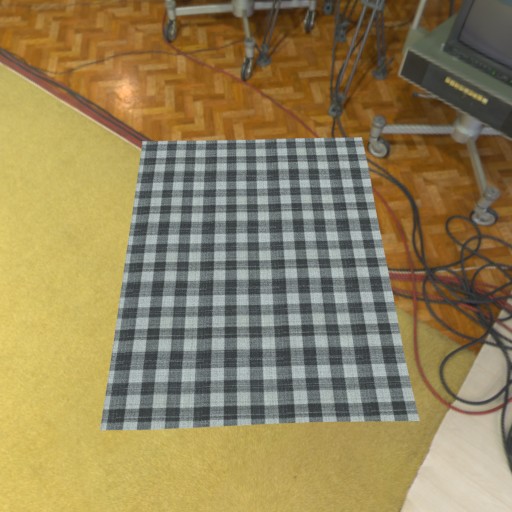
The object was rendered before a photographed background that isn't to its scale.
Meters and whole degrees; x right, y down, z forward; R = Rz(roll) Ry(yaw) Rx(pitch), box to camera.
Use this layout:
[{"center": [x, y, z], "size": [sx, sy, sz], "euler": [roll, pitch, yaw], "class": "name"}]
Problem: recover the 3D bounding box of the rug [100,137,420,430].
[{"center": [0.000, 0.000, 4.134], "size": [2.432, 0.013, 3.021], "euler": [-1, 59, -1], "class": "rug"}]
